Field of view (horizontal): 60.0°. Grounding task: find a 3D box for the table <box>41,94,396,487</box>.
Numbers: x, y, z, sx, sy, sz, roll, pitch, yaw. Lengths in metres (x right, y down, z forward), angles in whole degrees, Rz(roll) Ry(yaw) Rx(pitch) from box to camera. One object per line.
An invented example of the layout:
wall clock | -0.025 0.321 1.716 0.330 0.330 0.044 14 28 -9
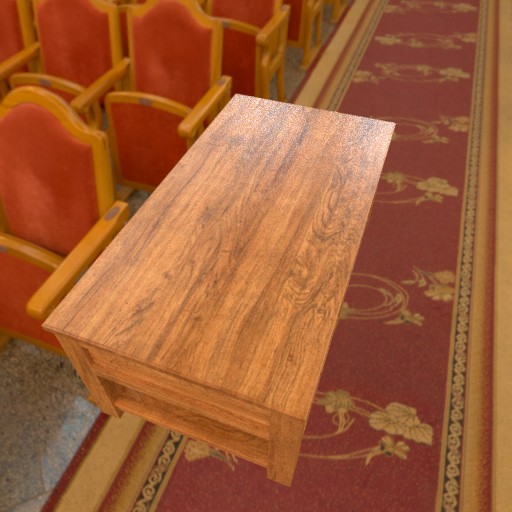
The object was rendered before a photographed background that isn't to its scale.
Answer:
table | 0.000 0.000 1.465 0.635 0.480 1.150 15 49 14
